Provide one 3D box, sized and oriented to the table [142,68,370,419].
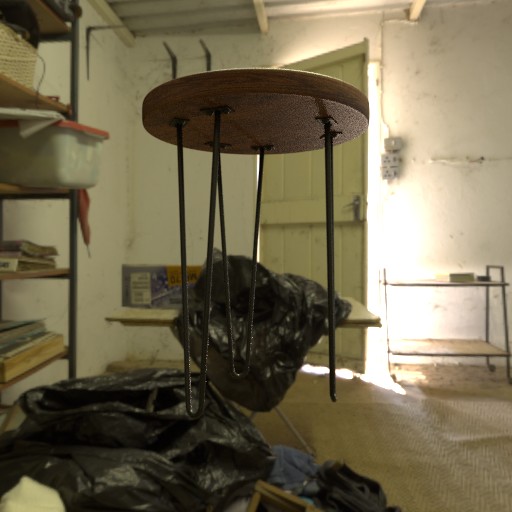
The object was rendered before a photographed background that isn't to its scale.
[{"bbox_3d":[0.000,0.000,0.806,0.400,0.520,0.400,0,1,0],"label":"table"}]
